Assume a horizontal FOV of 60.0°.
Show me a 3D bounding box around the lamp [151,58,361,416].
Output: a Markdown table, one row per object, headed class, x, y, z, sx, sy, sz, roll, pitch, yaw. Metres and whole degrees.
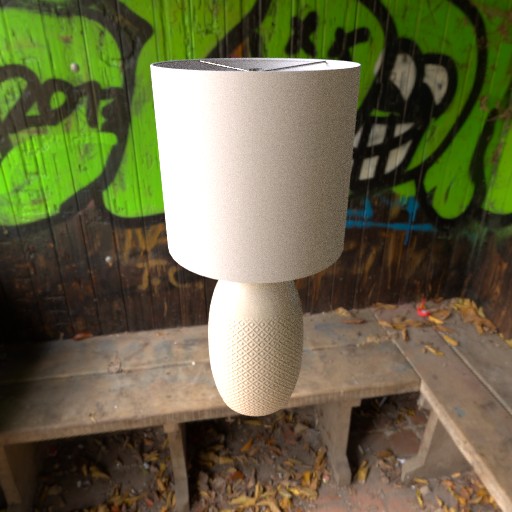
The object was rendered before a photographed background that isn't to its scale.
| class | x | y | z | sx | sy | sz | roll | pitch | yaw |
| --- | --- | --- | --- | --- | --- | --- | --- | --- | --- |
| lamp | 0.000 | 0.000 | 0.567 | 0.217 | 0.453 | 0.217 | -20 | 33 | -34 |
